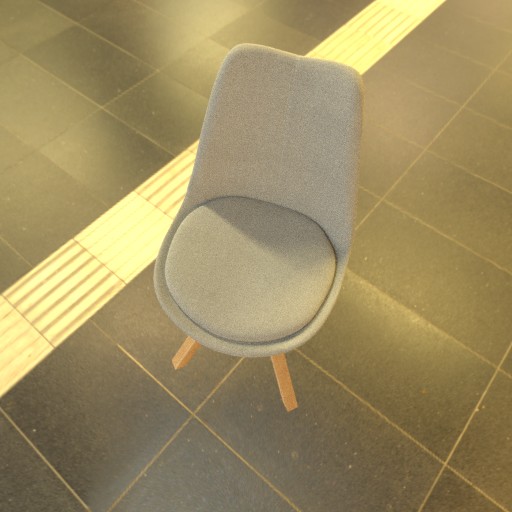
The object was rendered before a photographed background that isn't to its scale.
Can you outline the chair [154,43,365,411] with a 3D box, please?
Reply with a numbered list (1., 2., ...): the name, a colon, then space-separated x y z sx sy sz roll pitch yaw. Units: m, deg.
1. chair: 0.000 0.000 1.188 0.474 0.863 0.549 17 60 11
